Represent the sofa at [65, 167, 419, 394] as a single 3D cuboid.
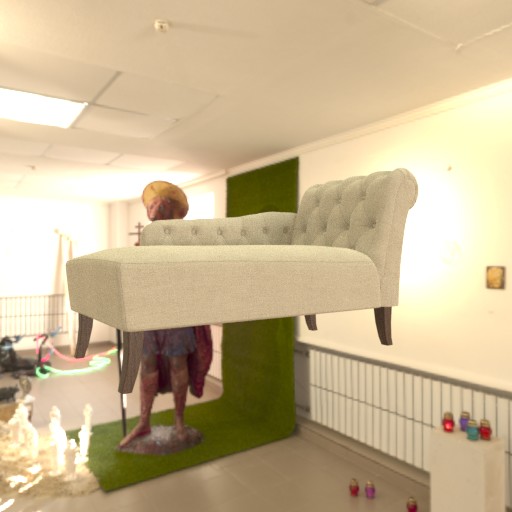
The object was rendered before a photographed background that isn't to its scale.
[{"bbox_3d":[0.000,0.000,1.865,1.379,0.787,0.675,0,0,-35],"label":"sofa"}]
